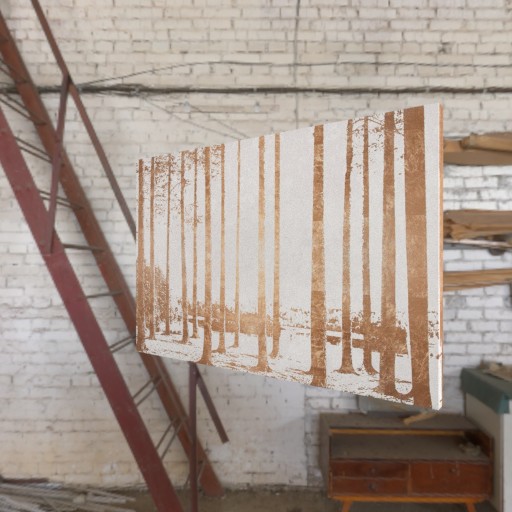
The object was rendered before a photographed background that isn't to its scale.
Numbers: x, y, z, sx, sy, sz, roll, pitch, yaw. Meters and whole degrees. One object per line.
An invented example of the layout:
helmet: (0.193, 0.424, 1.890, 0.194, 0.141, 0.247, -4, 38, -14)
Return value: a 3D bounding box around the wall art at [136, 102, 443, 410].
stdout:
wall art: (0.000, 0.000, 1.156, 0.914, 0.609, 0.035, 0, 0, 36)
